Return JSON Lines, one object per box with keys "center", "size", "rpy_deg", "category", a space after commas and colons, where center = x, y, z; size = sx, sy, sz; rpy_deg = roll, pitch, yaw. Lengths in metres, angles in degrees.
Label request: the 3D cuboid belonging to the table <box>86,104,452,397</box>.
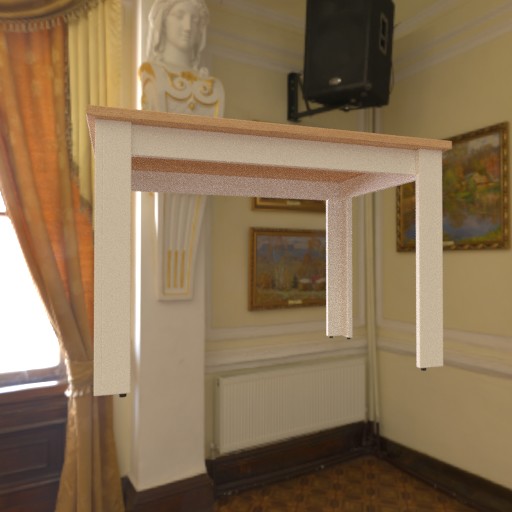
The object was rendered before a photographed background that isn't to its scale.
{"center": [0.000, 0.000, 1.586], "size": [1.100, 0.734, 0.700], "rpy_deg": [0, -1, -18], "category": "table"}
